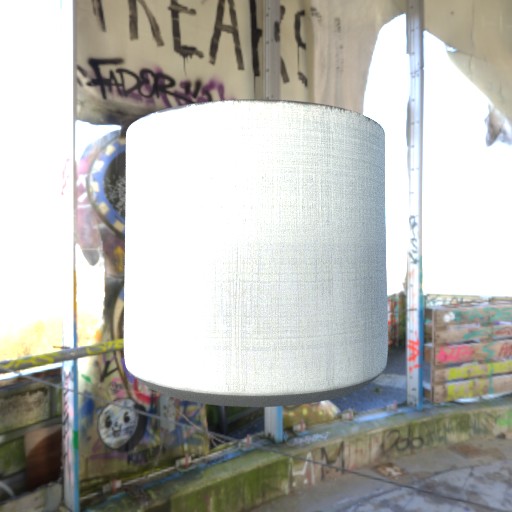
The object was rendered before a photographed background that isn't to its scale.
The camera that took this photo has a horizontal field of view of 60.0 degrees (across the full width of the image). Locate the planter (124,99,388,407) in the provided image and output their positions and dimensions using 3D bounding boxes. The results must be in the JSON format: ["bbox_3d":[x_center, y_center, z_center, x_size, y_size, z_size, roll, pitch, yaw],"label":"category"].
[{"bbox_3d":[0.000,0.000,0.386,0.221,0.201,0.221,0,0,0],"label":"planter"}]
